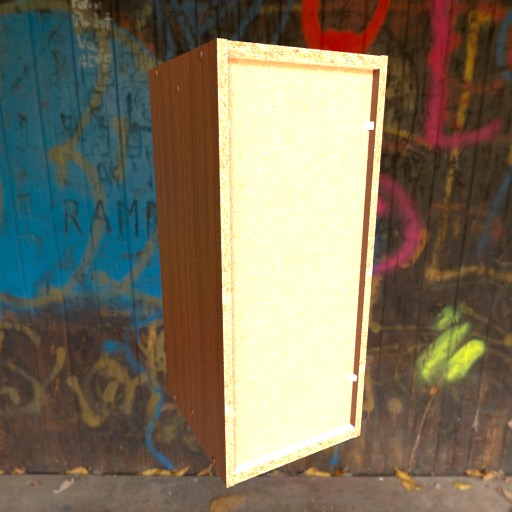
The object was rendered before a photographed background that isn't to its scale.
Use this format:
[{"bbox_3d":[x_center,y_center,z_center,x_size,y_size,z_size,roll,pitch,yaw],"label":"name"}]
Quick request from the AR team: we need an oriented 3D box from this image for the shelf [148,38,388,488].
[{"bbox_3d":[0.000,0.000,0.747,0.253,0.600,0.290,-8,17,-27],"label":"shelf"}]
